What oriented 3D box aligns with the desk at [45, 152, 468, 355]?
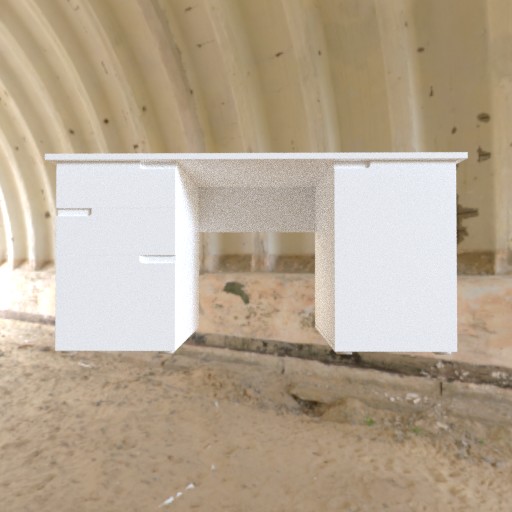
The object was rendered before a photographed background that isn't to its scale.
[{"bbox_3d":[0.000,0.000,1.985,1.580,0.760,0.670,0,-1,1],"label":"desk"}]
